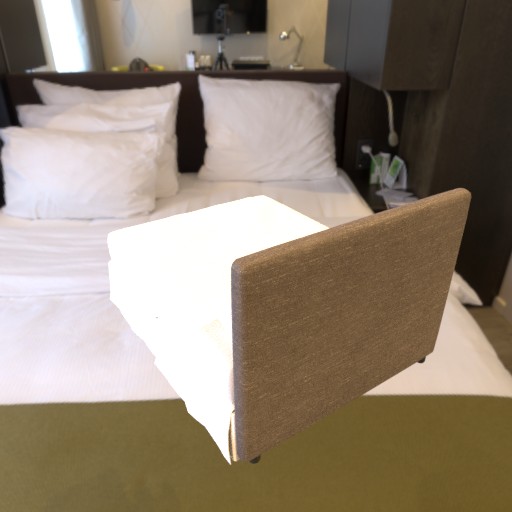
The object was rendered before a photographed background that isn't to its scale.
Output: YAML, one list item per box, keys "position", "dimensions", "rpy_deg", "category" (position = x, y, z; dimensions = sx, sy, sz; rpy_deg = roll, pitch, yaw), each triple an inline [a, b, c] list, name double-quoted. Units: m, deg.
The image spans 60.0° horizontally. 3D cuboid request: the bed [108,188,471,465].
- position: [0.000, 0.000, 3.289]
  dimensions: [1.723, 1.330, 2.142]
  rpy_deg: [-18, 33, -30]
  category: "bed"
